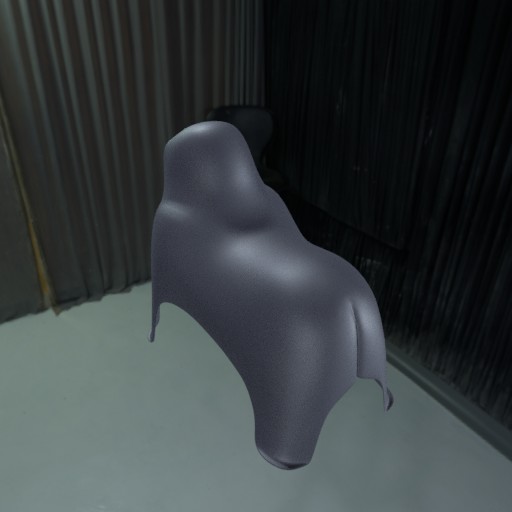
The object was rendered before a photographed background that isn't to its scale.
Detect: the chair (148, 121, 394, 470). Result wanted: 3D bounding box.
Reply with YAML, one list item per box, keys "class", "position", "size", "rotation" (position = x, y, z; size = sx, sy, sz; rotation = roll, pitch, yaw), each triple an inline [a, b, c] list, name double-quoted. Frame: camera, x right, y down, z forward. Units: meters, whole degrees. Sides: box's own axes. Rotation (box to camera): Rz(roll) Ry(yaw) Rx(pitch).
- class: "chair"
  position: [0.000, 0.000, 1.132]
  size: [0.490, 0.600, 0.758]
  rotation: [-18, 34, -30]
